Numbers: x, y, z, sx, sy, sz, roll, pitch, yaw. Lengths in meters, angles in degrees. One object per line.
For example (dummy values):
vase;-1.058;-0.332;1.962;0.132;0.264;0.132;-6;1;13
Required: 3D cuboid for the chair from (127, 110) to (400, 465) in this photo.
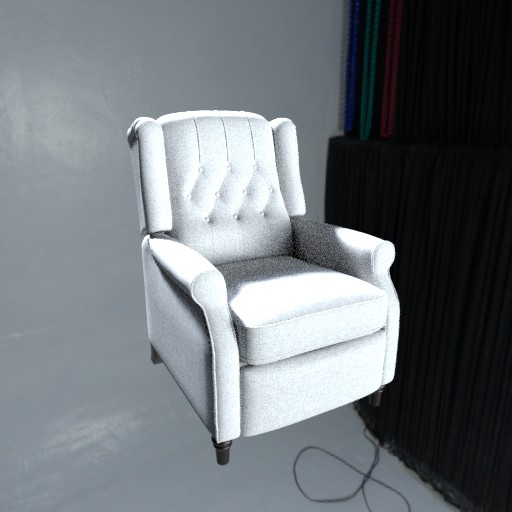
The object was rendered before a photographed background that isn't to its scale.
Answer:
chair;0.000;0.000;1.633;0.742;1.035;0.902;-9;19;-27
